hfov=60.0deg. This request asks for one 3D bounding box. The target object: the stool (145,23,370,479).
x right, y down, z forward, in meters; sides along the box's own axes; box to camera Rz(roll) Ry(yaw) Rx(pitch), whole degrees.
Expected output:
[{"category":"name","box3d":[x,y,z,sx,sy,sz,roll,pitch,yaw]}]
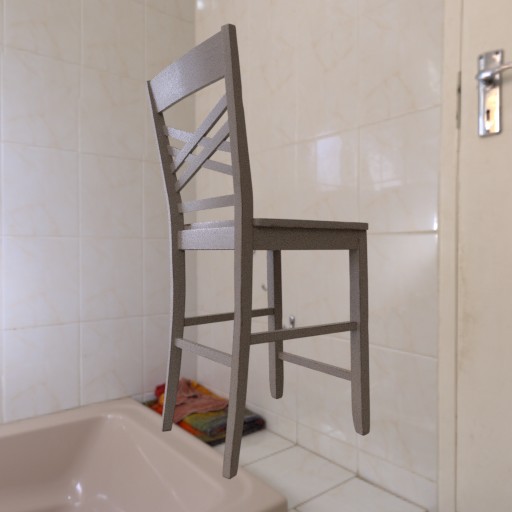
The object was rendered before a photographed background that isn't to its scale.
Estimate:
[{"category":"stool","box3d":[0.000,0.000,1.354,0.539,1.079,0.462,-1,1,-37]}]
